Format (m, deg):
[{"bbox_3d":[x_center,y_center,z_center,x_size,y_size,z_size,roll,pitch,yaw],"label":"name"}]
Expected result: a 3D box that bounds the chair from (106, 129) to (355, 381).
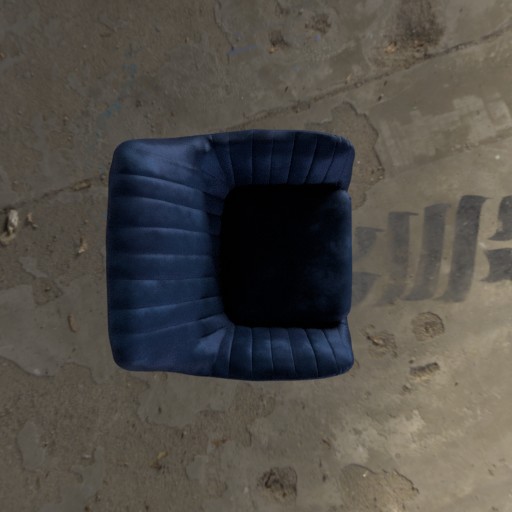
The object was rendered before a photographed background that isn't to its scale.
[{"bbox_3d":[0.000,0.000,1.225,0.573,0.826,0.578,0,89,-1],"label":"chair"}]
